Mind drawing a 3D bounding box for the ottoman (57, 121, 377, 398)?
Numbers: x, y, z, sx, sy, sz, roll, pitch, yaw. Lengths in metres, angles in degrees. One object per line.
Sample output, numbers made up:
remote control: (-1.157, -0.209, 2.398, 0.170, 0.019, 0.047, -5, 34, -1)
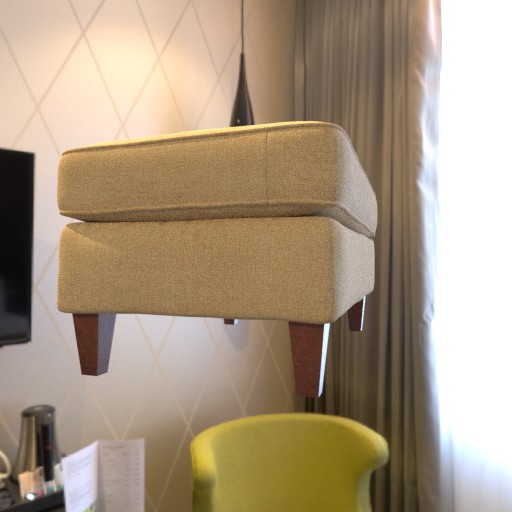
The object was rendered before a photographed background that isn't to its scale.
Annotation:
ottoman: (0.000, 0.000, 1.183, 0.583, 0.484, 0.862, 0, -1, 19)
